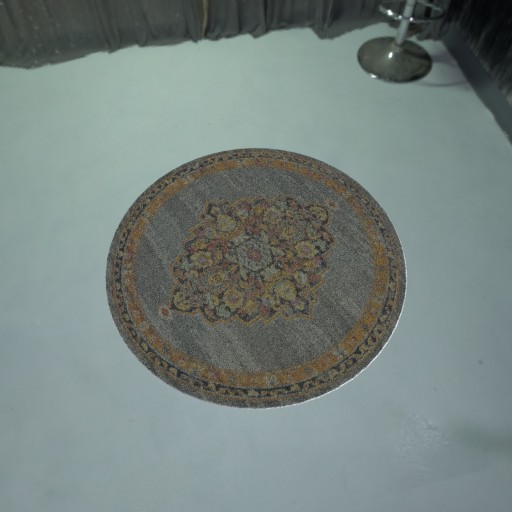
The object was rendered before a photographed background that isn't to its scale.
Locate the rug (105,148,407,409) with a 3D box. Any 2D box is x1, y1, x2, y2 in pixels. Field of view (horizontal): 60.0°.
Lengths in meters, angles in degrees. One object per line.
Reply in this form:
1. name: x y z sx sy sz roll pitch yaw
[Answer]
1. rug: 0.000 0.000 2.385 1.598 0.010 1.598 0 59 0
